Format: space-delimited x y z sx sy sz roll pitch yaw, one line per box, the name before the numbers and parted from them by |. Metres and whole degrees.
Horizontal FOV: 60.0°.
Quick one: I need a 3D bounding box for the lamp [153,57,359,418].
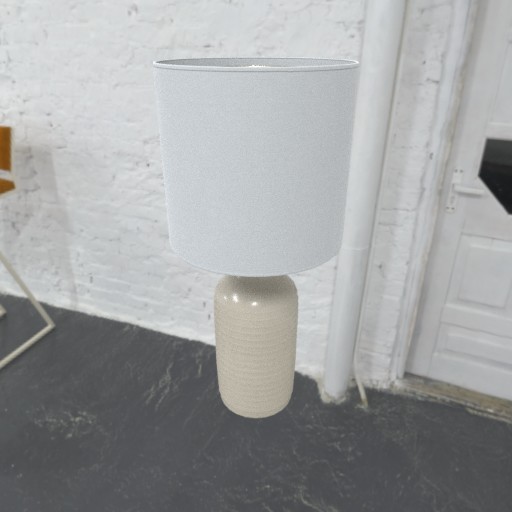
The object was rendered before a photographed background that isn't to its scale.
lamp | 0.000 0.000 0.589 0.220 0.475 0.220 0 26 0
